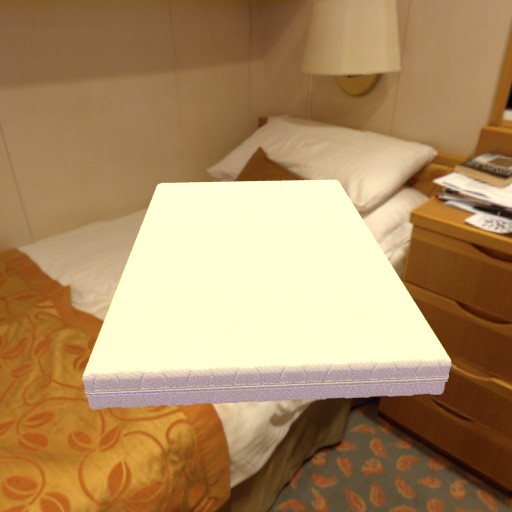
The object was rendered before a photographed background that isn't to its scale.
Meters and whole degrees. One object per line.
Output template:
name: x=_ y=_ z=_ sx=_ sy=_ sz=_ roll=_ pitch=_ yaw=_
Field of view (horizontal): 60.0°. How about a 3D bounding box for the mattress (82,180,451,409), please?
mattress: x=0.000 y=0.000 z=2.556 sx=1.400 sy=0.200 sz=2.000 roll=-2 pitch=30 yaw=-3
